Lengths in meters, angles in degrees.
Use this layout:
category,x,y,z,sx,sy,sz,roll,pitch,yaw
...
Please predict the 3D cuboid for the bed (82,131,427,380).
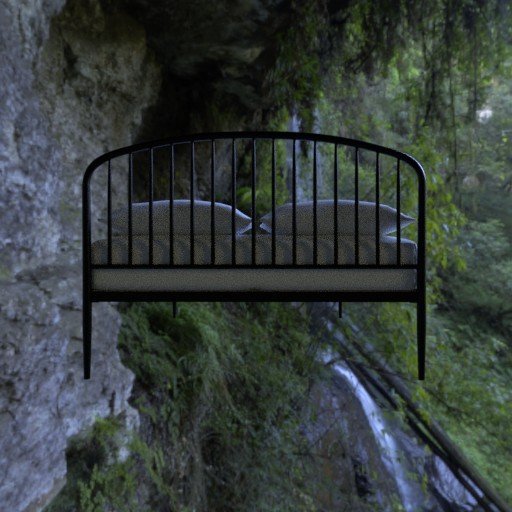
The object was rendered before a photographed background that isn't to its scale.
category,x,y,z,sx,sy,sz,roll,pitch,yaw
bed,0.000,0.000,3.142,1.618,1.166,2.159,0,0,1
